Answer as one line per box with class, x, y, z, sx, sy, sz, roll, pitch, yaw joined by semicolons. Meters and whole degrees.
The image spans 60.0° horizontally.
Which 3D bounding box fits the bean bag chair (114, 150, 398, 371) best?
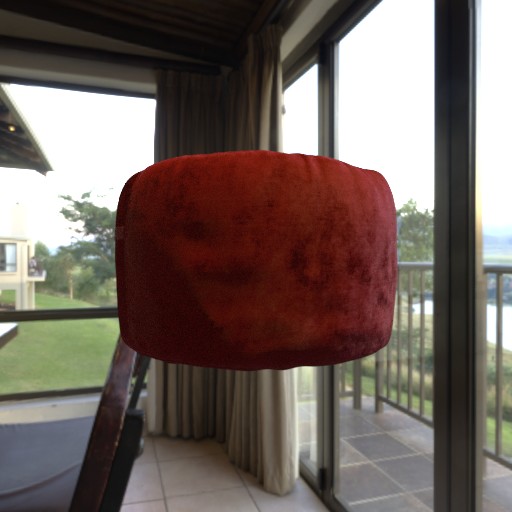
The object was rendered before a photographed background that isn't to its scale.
bean bag chair;0.000;0.000;1.998;1.219;0.762;1.219;0;1;0
